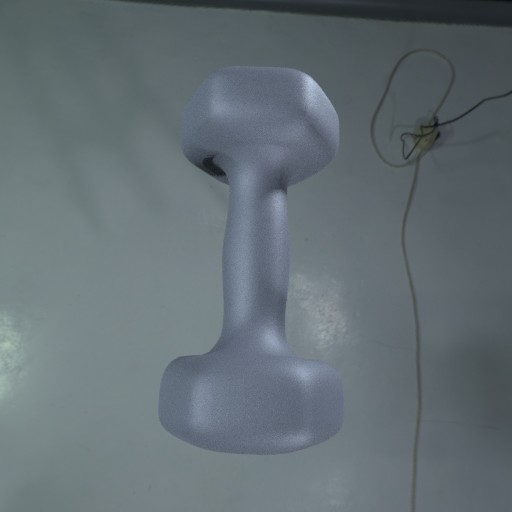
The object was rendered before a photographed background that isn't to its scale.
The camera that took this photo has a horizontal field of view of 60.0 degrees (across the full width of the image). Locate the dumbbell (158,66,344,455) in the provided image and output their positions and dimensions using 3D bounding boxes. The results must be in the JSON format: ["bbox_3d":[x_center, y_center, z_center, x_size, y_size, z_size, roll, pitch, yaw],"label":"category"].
[{"bbox_3d":[0.000,0.000,0.297,0.116,0.105,0.240,2,76,1],"label":"dumbbell"}]
